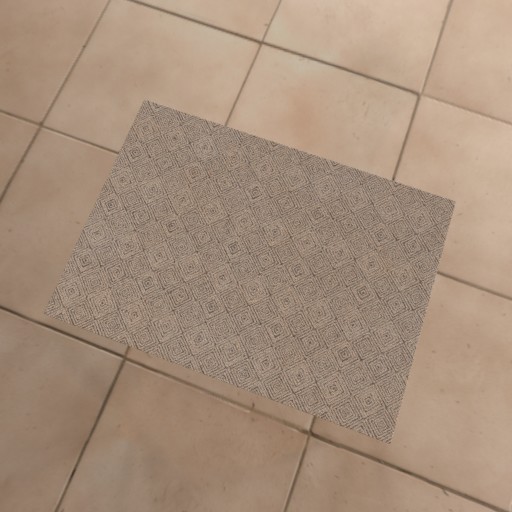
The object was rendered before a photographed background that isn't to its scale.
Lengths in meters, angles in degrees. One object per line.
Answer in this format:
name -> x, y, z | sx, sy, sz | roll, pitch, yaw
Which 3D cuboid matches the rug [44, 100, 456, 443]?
rug -> 0.000, 0.000, 2.848 | 2.238, 0.008, 1.593 | 19, 77, 5
